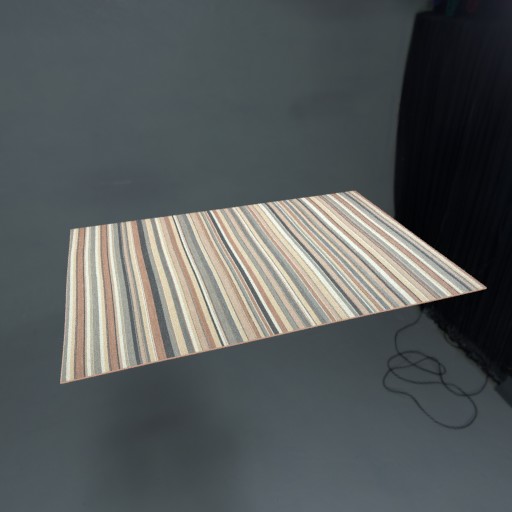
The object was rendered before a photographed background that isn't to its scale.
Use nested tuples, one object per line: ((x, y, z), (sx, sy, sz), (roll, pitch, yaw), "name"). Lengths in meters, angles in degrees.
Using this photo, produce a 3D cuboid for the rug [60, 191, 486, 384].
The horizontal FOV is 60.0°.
((0.000, 0.000, 2.277), (1.829, 0.008, 1.219), (-10, 32, -16), "rug")
